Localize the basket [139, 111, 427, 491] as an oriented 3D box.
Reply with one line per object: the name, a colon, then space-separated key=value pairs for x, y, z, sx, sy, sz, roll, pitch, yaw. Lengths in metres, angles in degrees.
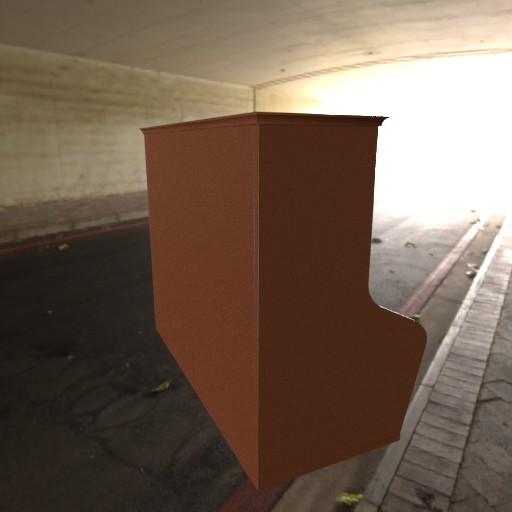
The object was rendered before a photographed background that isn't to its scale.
basket: x=0.000 y=0.000 z=1.098 sx=0.376 sy=0.625 sz=0.792 roll=-7 pitch=16 yaw=-24
